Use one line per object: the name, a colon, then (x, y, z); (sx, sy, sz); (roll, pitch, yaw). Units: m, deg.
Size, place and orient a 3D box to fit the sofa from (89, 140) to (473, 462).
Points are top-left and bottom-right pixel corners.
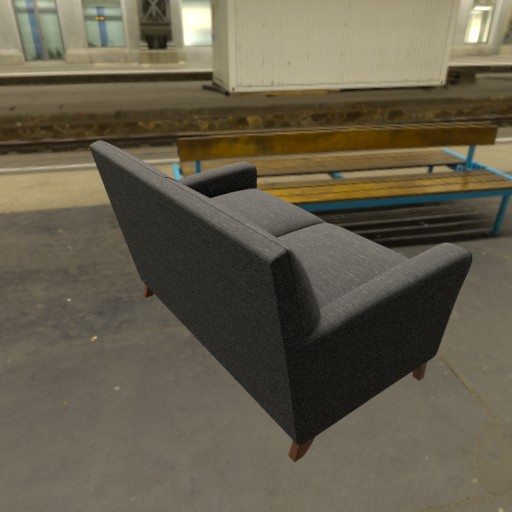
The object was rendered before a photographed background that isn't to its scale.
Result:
sofa: (0.000, 0.000, 1.909); (0.875, 0.846, 1.420); (-18, 33, -31)
